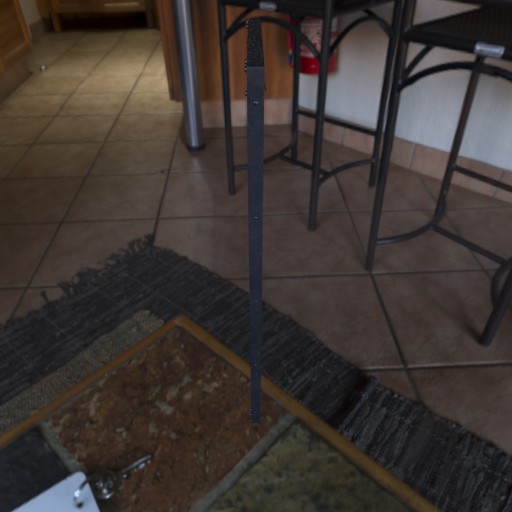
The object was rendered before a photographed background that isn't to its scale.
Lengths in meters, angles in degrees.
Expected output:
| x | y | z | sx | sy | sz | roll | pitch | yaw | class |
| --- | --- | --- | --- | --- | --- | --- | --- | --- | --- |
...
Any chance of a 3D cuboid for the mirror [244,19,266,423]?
| x | y | z | sx | sy | sz | roll | pitch | yaw | class |
| --- | --- | --- | --- | --- | --- | --- | --- | --- | --- |
| 0.000 | 0.000 | 1.189 | 0.042 | 1.080 | 0.354 | 0 | 39 | 0 | mirror |
